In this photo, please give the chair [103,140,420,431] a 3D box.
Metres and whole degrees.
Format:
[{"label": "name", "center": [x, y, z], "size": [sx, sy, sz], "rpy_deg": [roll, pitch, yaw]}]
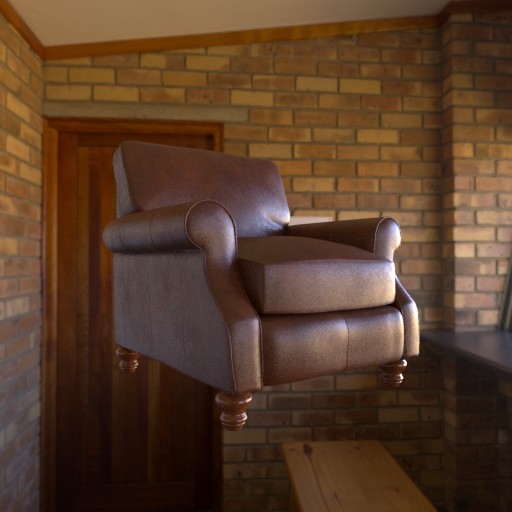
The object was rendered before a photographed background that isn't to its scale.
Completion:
[{"label": "chair", "center": [0.000, 0.000, 1.759], "size": [0.989, 0.972, 0.992], "rpy_deg": [1, -1, -37]}]
